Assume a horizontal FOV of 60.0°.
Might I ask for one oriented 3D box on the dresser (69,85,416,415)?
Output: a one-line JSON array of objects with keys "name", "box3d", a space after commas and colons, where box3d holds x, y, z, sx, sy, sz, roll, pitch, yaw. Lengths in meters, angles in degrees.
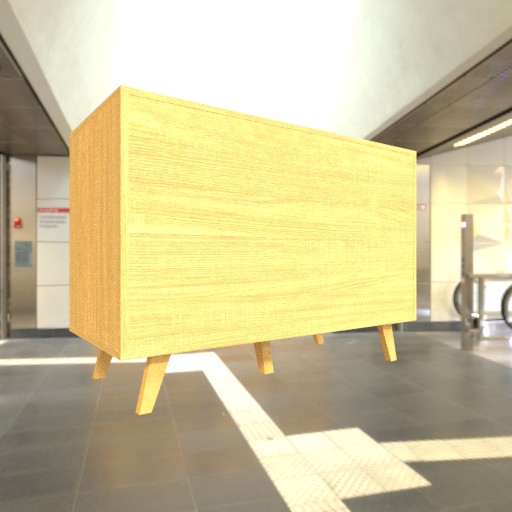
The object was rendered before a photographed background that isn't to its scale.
[{"name": "dresser", "box3d": [0.000, 0.000, 1.535, 1.110, 0.780, 0.500, 0, 0, -35]}]
